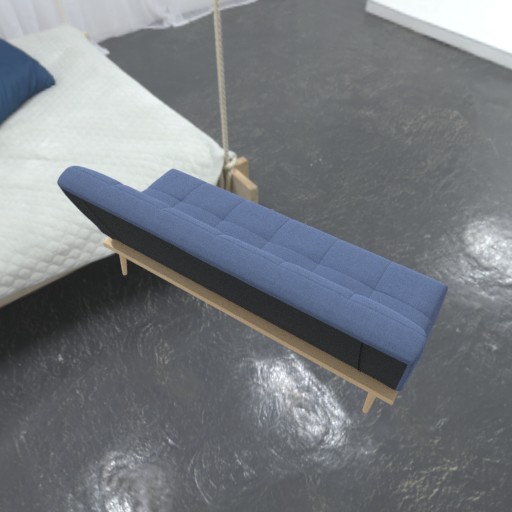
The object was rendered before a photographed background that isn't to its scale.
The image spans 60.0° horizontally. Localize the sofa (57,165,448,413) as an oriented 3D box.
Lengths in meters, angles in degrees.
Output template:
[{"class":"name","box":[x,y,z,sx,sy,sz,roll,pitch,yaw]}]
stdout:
[{"class":"sofa","box":[0.000,0.000,2.267,1.800,0.800,0.796,26,52,22]}]
